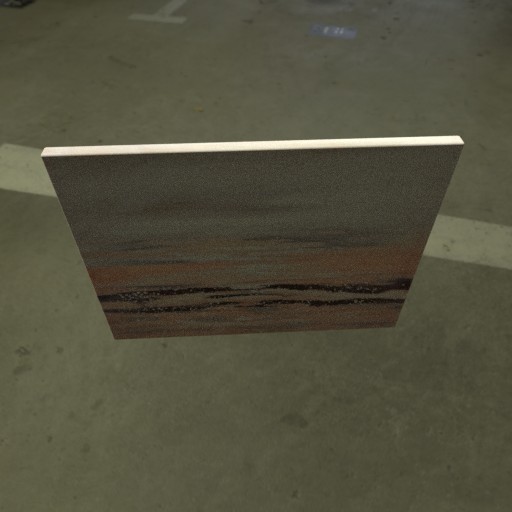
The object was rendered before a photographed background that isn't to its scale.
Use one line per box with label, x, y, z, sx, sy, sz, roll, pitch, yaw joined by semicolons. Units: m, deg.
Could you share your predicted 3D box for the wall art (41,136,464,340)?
wall art;0.000;0.000;1.341;1.015;0.763;0.038;-2;45;-2
